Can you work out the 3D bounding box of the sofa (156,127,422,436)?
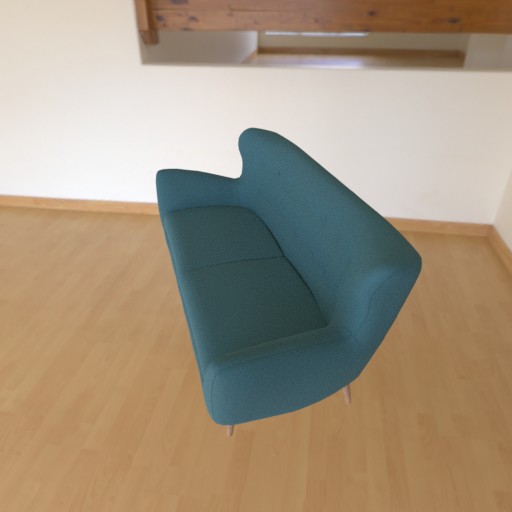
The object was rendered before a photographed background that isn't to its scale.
[{"bbox_3d":[0.000,0.000,2.407,0.889,0.890,1.930,-9,33,-14],"label":"sofa"}]
